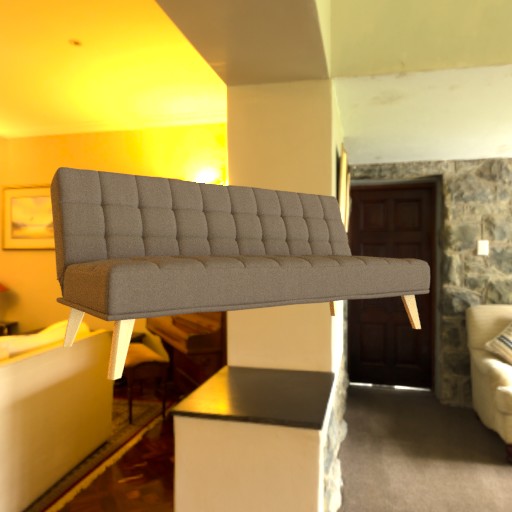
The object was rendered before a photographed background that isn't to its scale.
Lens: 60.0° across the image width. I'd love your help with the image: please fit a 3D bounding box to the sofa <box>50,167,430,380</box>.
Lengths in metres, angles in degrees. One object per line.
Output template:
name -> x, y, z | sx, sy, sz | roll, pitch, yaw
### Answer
sofa -> 0.000, 0.000, 2.277 | 1.800, 0.810, 0.860 | 0, 0, -36
